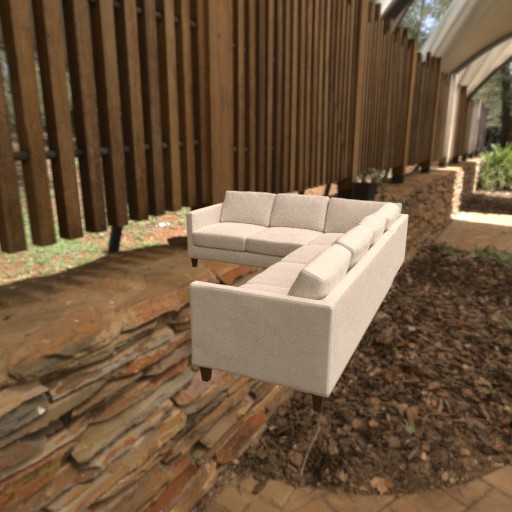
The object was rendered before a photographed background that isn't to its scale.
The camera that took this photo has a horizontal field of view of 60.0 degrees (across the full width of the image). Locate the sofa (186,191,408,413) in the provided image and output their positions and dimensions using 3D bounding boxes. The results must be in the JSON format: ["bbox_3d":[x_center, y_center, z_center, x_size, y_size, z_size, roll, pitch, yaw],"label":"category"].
[{"bbox_3d":[0.000,0.000,4.320,2.432,0.863,3.182,7,17,25],"label":"sofa"}]
